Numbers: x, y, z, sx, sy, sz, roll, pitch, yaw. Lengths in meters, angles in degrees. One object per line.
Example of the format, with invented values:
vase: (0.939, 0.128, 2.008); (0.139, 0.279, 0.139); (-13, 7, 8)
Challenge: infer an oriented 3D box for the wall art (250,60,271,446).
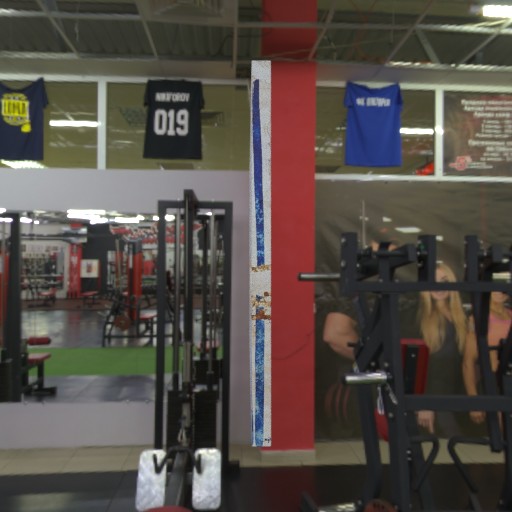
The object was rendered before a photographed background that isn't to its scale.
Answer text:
wall art: (0.000, 0.000, 1.440); (0.038, 0.757, 1.143); (0, -1, -1)
